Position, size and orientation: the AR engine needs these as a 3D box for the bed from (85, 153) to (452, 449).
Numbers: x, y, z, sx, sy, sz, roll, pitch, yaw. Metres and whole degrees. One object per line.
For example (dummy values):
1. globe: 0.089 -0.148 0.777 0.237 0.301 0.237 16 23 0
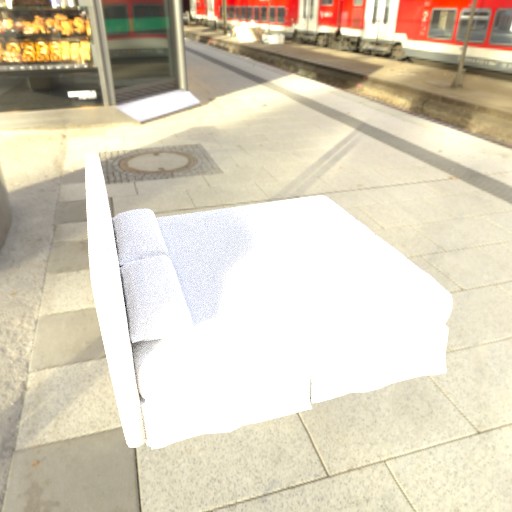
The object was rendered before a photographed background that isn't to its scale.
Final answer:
1. bed: 0.000 0.000 3.506 2.341 1.317 2.119 -10 31 -17
